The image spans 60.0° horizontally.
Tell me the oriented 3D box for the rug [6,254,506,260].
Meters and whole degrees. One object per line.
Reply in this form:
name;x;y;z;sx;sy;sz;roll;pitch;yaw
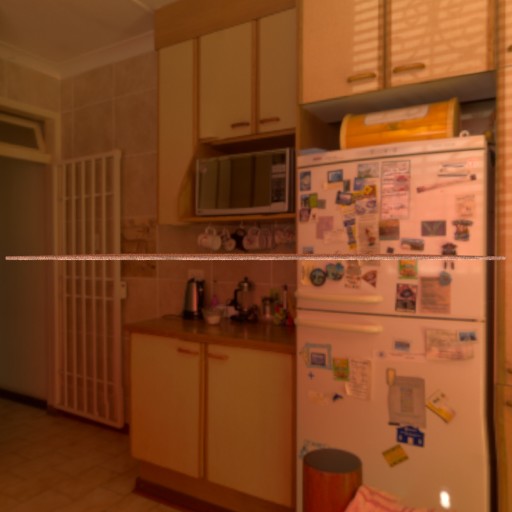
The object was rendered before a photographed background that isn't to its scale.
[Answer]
rug;0.000;0.000;2.216;1.819;0.012;1.208;0;1;1
